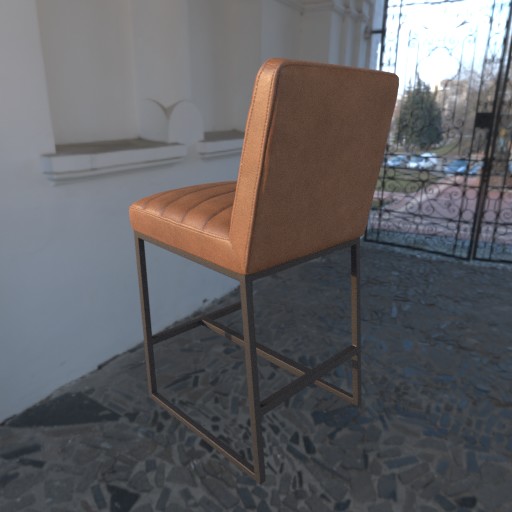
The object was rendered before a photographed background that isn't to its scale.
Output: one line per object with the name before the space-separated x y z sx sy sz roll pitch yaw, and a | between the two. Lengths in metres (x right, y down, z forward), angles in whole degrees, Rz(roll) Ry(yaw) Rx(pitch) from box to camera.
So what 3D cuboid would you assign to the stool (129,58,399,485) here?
stool | 0.000 0.000 1.215 0.458 0.940 0.556 -17 25 -42
